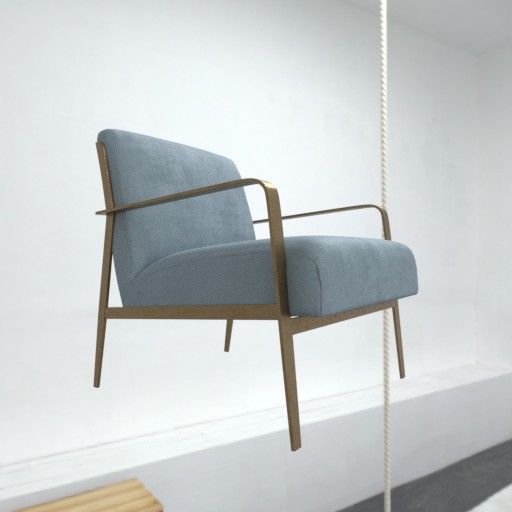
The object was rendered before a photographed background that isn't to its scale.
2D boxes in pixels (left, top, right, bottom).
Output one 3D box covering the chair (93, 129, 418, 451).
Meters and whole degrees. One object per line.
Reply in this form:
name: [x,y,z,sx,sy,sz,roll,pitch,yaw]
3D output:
chair: [0.000,0.000,1.402,0.842,0.824,0.701,0,1,37]
